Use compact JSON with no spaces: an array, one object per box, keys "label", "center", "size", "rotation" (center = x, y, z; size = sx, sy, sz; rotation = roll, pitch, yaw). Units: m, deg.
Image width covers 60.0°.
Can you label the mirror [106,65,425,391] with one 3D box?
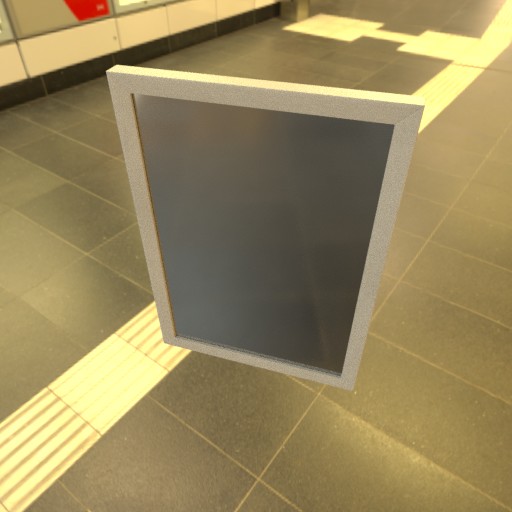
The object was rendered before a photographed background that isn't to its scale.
[{"label":"mirror","center":[0.000,0.000,0.922],"size":[0.507,0.710,0.040],"rotation":[11,42,13]}]
